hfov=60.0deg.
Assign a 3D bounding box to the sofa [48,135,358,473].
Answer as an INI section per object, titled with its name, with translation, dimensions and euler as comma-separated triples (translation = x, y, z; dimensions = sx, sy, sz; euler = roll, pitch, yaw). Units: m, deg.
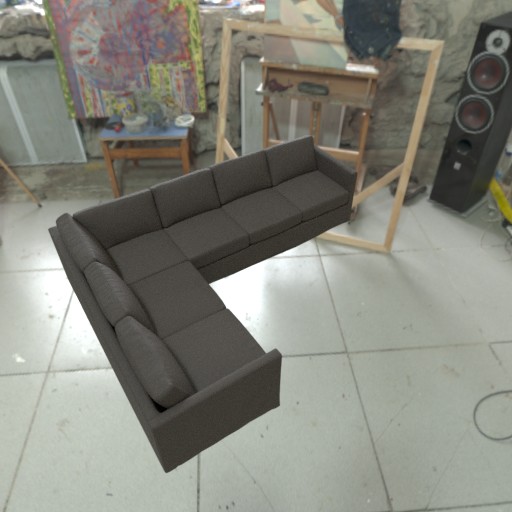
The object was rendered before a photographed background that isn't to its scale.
[sofa]
translation = 0.000, 0.000, 4.298
dimensions = 3.182, 0.871, 2.432
euler = -24, 47, -25
